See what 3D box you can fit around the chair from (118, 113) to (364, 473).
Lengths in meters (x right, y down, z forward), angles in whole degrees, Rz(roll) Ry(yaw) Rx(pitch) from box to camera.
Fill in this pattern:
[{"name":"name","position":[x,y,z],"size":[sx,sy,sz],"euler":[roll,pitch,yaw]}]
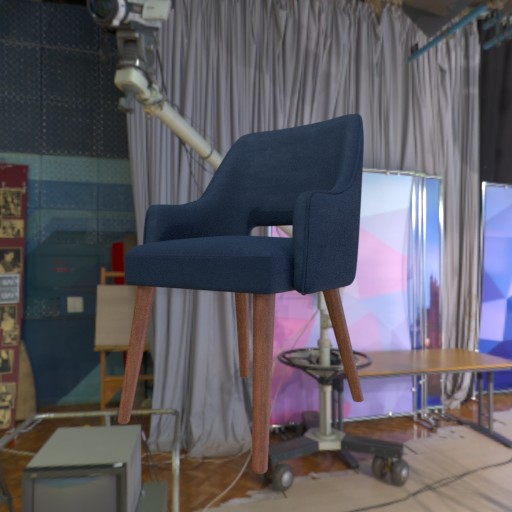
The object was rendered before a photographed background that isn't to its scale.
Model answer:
[{"name":"chair","position":[0.000,0.000,1.227],"size":[0.559,0.844,0.591],"euler":[0,1,36]}]
